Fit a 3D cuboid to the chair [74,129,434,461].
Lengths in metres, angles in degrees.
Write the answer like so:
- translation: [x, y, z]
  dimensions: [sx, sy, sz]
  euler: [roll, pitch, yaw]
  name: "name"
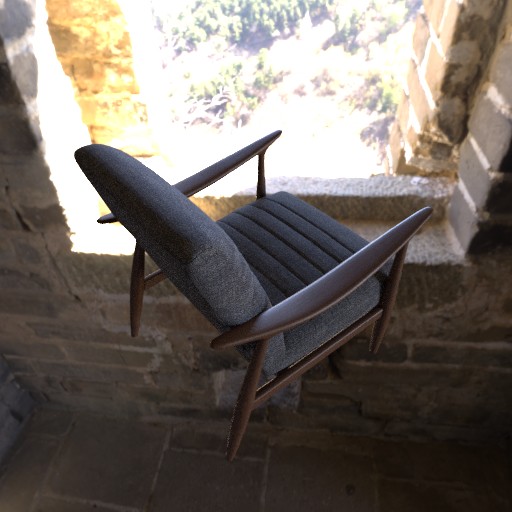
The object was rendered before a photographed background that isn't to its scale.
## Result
- translation: [0.000, 0.000, 1.429]
  dimensions: [0.798, 0.832, 0.741]
  euler: [-29, 49, -28]
  name: "chair"
